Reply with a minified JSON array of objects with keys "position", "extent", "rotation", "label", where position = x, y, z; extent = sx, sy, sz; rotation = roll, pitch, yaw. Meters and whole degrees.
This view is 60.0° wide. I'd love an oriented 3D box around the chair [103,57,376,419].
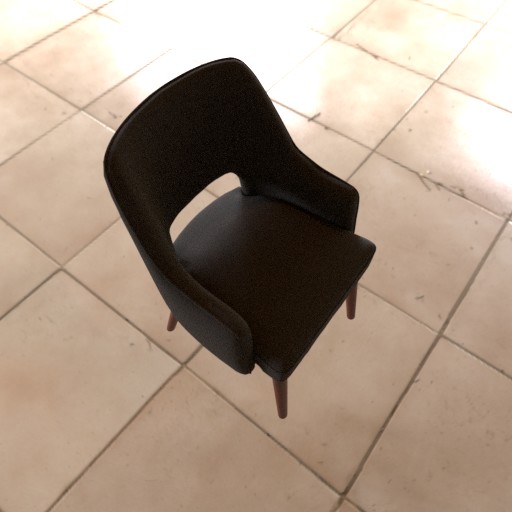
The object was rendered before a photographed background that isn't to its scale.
[{"position":[0.000,0.000,1.227],"extent":[0.560,0.838,0.559],"rotation":[32,63,19],"label":"chair"}]
